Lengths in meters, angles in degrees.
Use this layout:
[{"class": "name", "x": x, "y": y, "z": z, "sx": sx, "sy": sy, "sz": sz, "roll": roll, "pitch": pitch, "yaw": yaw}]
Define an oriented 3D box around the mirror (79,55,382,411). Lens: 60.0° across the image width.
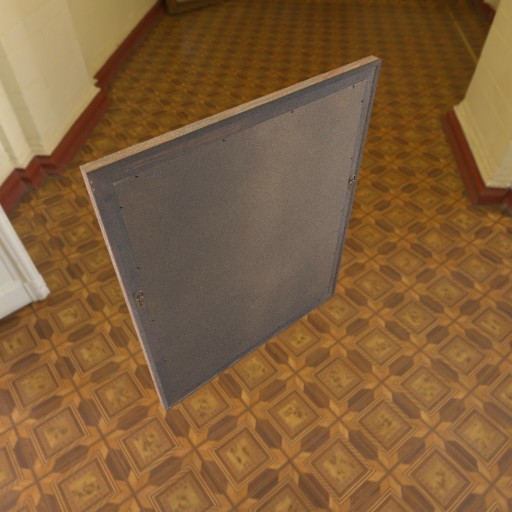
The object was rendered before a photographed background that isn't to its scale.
[{"class": "mirror", "x": 0.000, "y": 0.000, "z": 1.208, "sx": 0.730, "sy": 0.882, "sz": 0.032, "roll": -30, "pitch": 53, "yaw": -26}]
